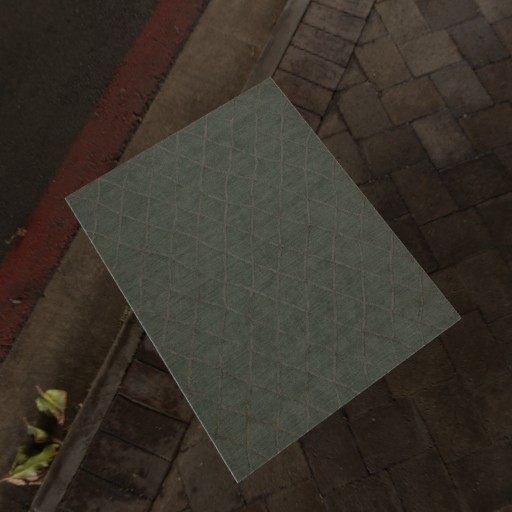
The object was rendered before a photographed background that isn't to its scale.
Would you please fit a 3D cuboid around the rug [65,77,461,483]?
[{"bbox_3d":[0.000,0.000,4.148,2.420,0.019,3.039,-33,78,-8],"label":"rug"}]
